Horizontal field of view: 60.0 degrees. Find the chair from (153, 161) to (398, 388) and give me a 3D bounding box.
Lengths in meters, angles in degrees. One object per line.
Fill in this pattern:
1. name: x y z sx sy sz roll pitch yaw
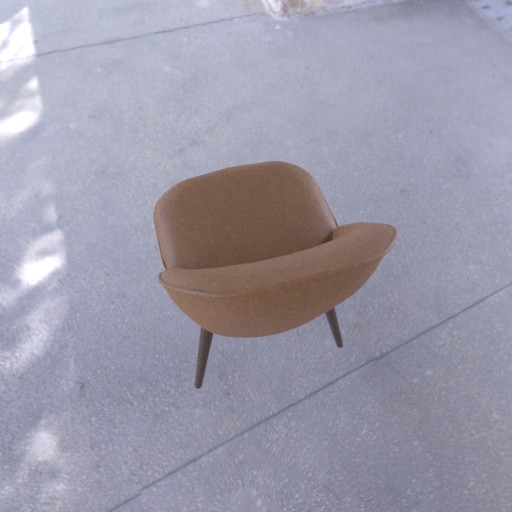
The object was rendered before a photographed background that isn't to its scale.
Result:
1. chair: 0.000 0.000 1.222 0.521 0.831 0.631 -14 59 -8
